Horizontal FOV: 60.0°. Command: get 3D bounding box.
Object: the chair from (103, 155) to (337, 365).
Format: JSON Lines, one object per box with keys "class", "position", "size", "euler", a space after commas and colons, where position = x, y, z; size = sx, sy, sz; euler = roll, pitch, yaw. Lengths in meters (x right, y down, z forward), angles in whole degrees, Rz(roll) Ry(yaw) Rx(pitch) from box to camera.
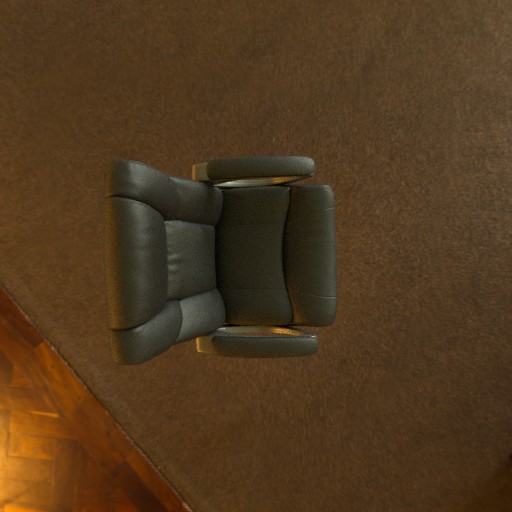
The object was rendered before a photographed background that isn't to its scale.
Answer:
{"class": "chair", "position": [0.000, 0.000, 1.596], "size": [0.719, 1.130, 0.721], "euler": [0, 91, 2]}
